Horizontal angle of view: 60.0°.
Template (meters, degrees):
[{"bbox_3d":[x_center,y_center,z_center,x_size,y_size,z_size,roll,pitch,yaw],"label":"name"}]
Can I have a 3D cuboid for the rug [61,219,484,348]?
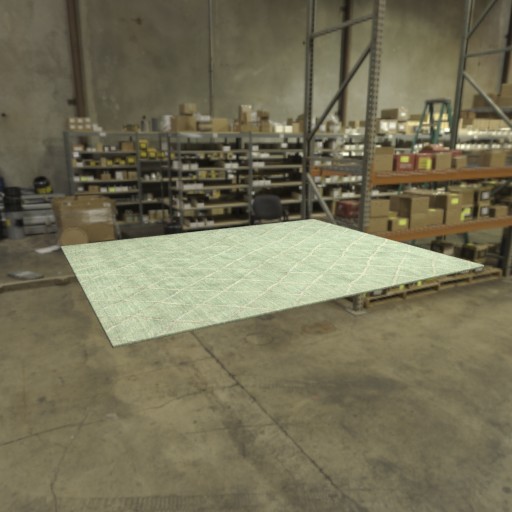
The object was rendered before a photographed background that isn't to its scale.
[{"bbox_3d":[0.000,0.000,4.028,3.039,0.019,2.420,-8,17,-28],"label":"rug"}]
